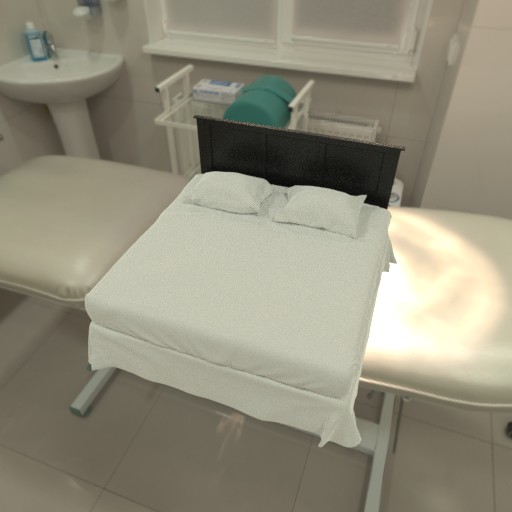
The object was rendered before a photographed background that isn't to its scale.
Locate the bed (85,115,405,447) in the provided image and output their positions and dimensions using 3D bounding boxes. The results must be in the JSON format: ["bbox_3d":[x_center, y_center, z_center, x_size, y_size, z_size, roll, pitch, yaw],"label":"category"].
[{"bbox_3d":[0.000,0.000,3.692,2.315,1.271,2.219,13,42,15],"label":"bed"}]
